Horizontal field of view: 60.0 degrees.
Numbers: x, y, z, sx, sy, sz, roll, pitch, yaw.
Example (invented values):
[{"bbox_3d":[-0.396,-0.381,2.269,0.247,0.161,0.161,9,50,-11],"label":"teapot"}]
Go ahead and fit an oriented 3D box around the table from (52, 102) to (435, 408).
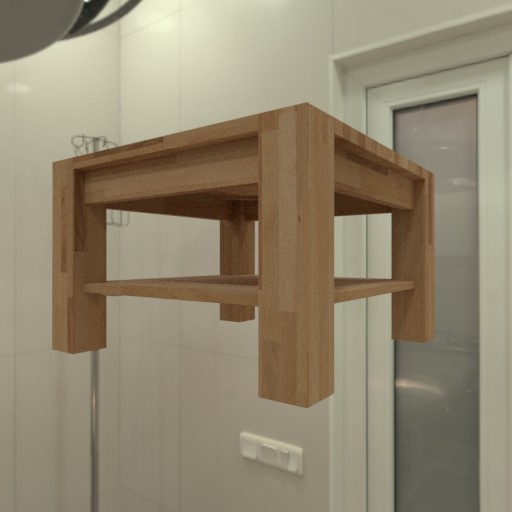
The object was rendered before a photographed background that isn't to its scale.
[{"bbox_3d":[0.000,0.000,1.139,0.700,0.451,0.700,0,0,36],"label":"table"}]
